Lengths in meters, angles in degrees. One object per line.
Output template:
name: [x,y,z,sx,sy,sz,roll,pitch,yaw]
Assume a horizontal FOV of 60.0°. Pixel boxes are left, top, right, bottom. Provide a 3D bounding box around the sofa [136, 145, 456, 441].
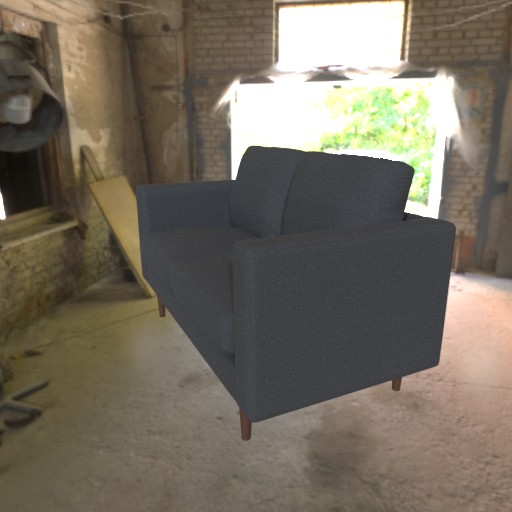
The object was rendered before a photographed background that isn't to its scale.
sofa: [0.000,0.000,1.962,0.796,0.908,1.430,-8,18,-25]
